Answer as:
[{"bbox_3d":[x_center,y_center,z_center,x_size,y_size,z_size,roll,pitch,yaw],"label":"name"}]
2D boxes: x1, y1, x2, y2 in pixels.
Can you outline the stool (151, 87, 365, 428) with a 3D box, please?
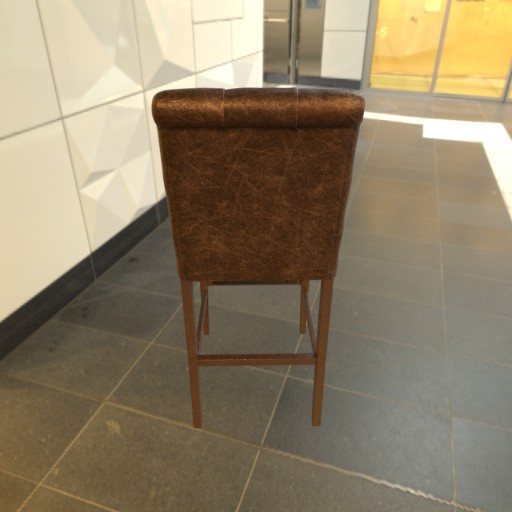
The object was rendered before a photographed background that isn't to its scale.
[{"bbox_3d":[0.000,0.000,1.493,0.483,1.168,0.659,-1,30,-1],"label":"stool"}]
